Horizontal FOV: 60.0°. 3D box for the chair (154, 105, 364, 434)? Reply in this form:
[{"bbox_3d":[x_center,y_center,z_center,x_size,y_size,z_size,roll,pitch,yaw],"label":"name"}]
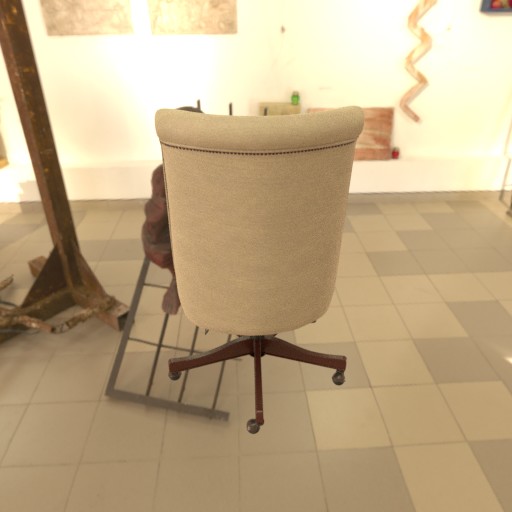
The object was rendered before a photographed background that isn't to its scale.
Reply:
[{"bbox_3d":[0.000,0.000,1.402,0.645,1.010,0.696,-2,31,-3],"label":"chair"}]
